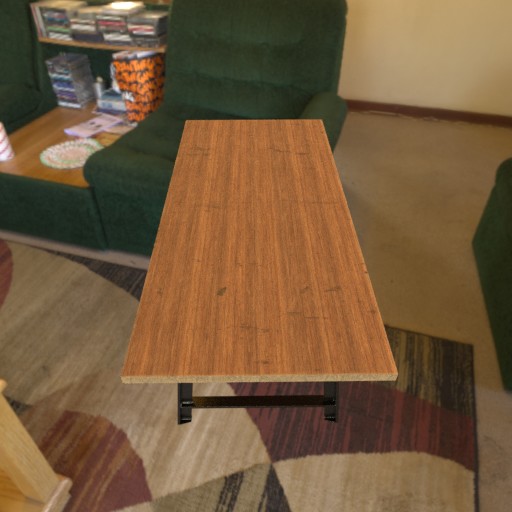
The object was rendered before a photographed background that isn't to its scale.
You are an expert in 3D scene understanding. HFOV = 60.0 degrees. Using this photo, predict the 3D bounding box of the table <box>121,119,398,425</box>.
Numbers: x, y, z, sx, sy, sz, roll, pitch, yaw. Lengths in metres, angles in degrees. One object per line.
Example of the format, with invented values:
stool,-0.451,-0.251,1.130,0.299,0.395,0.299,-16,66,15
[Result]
table,0.000,0.000,2.673,1.000,0.757,2.200,0,41,-1
